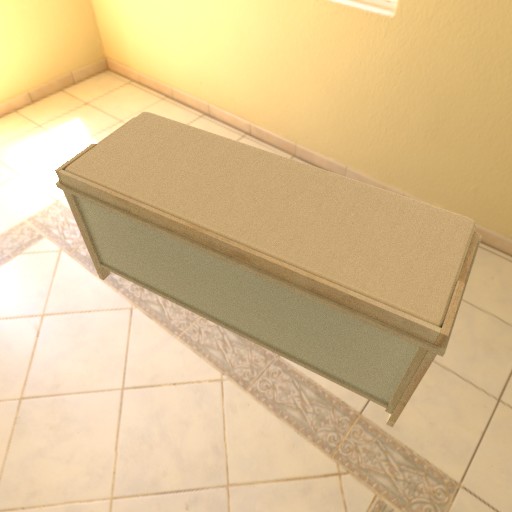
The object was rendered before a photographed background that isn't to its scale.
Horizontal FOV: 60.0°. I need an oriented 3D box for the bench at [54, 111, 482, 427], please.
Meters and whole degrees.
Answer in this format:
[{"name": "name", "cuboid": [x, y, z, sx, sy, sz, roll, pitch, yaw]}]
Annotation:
[{"name": "bench", "cuboid": [0.000, 0.000, 1.387, 1.140, 0.501, 0.398, 23, 52, 19]}]
